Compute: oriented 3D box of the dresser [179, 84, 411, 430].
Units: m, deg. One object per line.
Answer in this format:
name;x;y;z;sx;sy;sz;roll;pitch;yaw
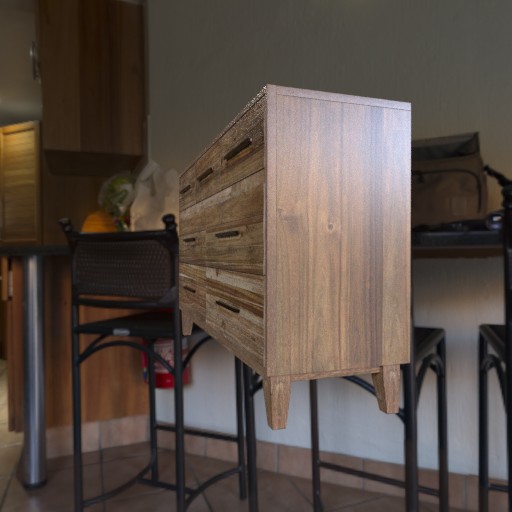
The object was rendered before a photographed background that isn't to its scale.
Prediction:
dresser;0.000;0.000;1.838;0.446;0.873;1.400;0;1;-19
